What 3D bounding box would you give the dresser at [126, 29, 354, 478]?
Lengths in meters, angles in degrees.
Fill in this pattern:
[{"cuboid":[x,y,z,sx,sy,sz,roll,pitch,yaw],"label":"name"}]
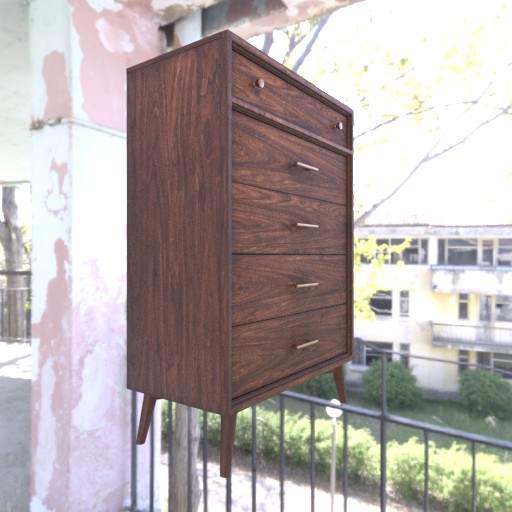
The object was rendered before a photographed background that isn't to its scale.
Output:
[{"cuboid":[0.000,0.000,1.838,0.498,1.365,0.919,0,0,36],"label":"dresser"}]
